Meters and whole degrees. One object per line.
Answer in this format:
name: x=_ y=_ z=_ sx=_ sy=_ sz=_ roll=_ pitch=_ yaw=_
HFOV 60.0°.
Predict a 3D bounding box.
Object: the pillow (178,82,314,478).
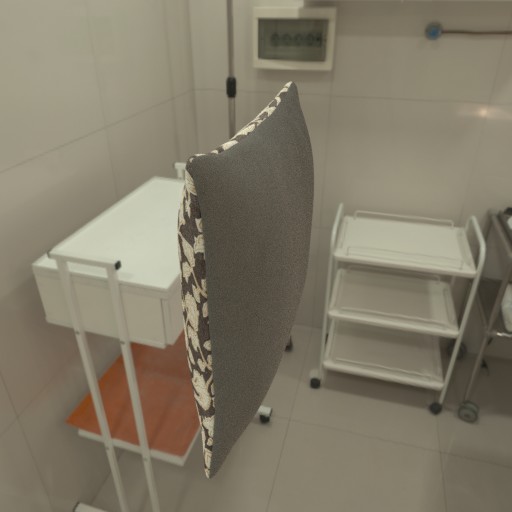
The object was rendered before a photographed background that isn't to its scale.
pillow: x=0.000 y=0.000 z=0.776 sx=0.166 sy=0.507 sz=0.526 roll=8 pitch=31 yaw=13
